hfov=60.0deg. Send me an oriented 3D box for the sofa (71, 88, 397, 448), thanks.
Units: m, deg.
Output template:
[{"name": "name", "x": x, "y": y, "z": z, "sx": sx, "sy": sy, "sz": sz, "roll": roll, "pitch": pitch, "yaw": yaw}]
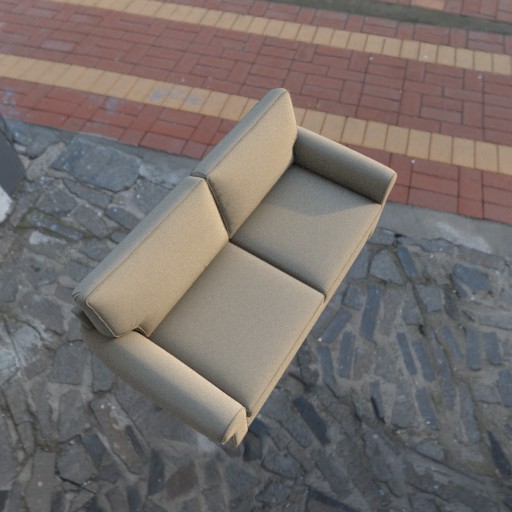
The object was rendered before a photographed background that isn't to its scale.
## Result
[{"name": "sofa", "x": 0.000, "y": 0.000, "z": 2.551, "sx": 0.940, "sy": 0.952, "sz": 1.930, "roll": 29, "pitch": 62, "yaw": 17}]
